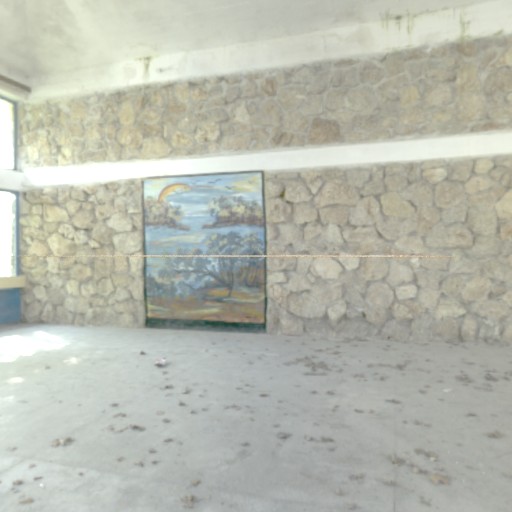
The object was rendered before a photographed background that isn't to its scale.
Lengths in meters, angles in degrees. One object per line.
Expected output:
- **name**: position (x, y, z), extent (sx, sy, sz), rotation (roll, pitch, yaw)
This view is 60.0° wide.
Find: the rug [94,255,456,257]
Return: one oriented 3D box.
- **rug**: position (0.000, 0.000, 4.006), extent (3.067, 0.005, 2.460), rotation (0, 0, 19)
